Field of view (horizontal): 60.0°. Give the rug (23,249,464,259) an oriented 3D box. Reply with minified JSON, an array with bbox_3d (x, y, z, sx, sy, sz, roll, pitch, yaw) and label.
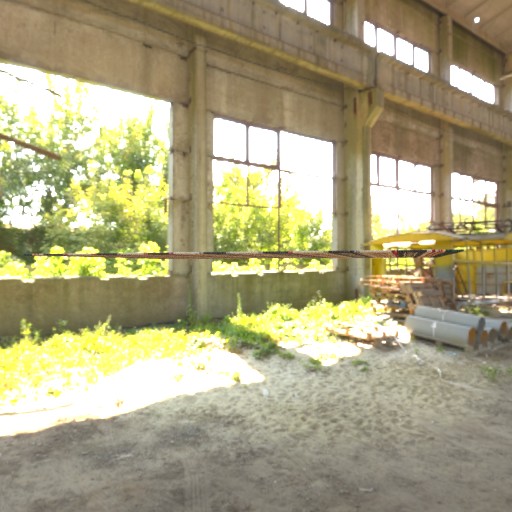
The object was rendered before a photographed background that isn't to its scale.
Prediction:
[{"bbox_3d":[0.000,0.000,2.292,1.825,0.009,1.221,0,-1,19],"label":"rug"}]
